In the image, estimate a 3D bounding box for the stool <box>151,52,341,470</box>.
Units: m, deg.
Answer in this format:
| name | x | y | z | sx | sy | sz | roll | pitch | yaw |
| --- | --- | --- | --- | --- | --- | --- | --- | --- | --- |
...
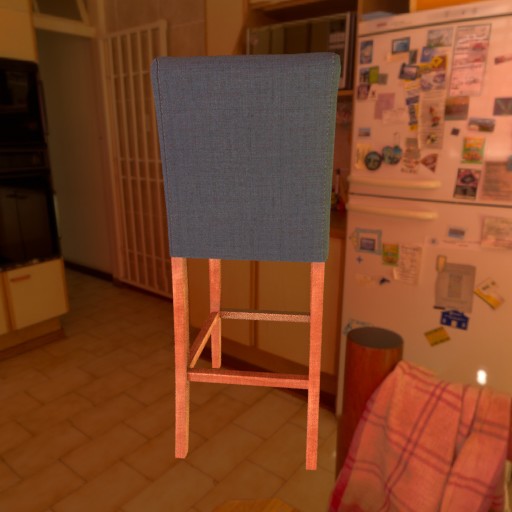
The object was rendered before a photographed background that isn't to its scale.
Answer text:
| name | x | y | z | sx | sy | sz | roll | pitch | yaw |
| --- | --- | --- | --- | --- | --- | --- | --- | --- | --- |
| stool | 0.000 | 0.000 | 1.391 | 0.454 | 1.088 | 0.574 | 2 | 16 | 7 |
